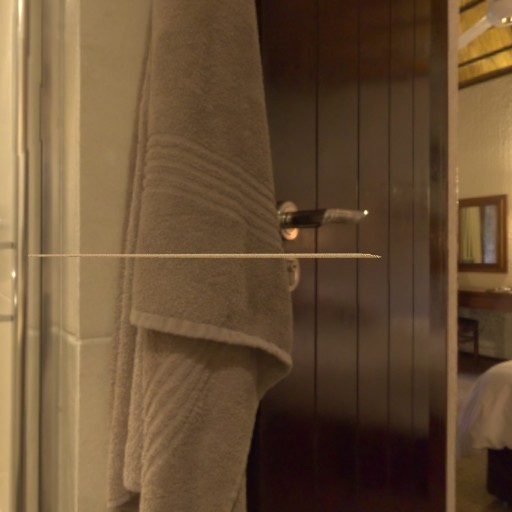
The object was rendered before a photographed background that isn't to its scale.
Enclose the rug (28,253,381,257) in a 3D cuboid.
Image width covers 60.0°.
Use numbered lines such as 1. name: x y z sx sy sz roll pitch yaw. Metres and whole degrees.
1. rug: 0.000 0.000 2.355 1.232 0.015 1.825 0 0 18
